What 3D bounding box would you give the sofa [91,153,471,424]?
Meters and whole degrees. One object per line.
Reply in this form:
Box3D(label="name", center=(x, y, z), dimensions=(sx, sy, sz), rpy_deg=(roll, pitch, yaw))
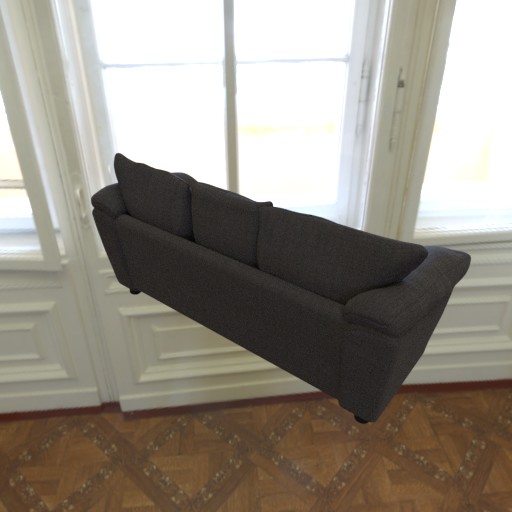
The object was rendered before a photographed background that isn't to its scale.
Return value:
Box3D(label="sofa", center=(0.000, 0.000, 2.842), dimensions=(2.336, 1.080, 0.883), rpy_deg=(22, 36, 33))
